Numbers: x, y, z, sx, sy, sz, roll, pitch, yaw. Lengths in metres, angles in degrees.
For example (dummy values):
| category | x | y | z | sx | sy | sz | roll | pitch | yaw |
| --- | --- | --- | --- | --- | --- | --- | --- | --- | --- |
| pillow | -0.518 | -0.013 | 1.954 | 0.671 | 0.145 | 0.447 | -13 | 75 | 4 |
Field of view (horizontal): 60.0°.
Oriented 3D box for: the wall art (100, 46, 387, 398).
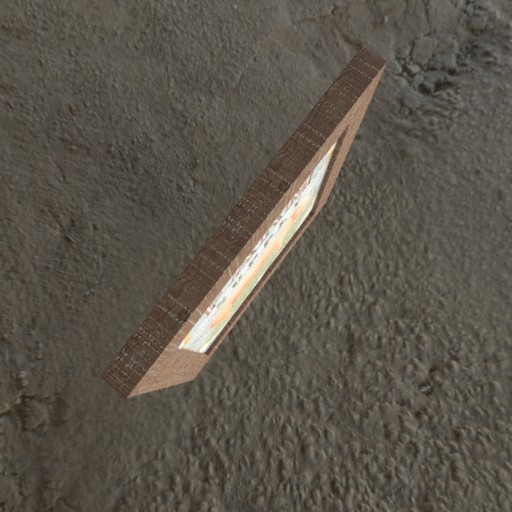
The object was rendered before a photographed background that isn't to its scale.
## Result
| category | x | y | z | sx | sy | sz | roll | pitch | yaw |
| --- | --- | --- | --- | --- | --- | --- | --- | --- | --- |
| wall art | 0.000 | 0.000 | 0.798 | 0.040 | 0.531 | 0.531 | 36 | 79 | 8 |
